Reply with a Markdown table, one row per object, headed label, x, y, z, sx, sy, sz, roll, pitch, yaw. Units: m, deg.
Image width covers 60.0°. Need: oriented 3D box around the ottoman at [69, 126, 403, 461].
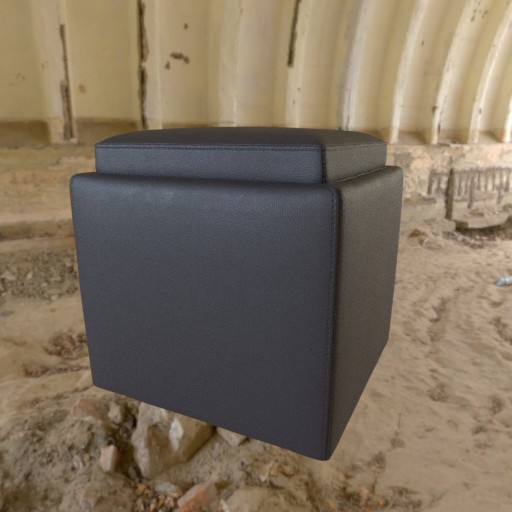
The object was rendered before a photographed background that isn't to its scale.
| label | x | y | z | sx | sy | sz | roll | pitch | yaw |
| --- | --- | --- | --- | --- | --- | --- | --- | --- | --- |
| ottoman | 0.000 | 0.000 | 0.822 | 0.450 | 0.460 | 0.451 | 7 | 17 | 26 |
